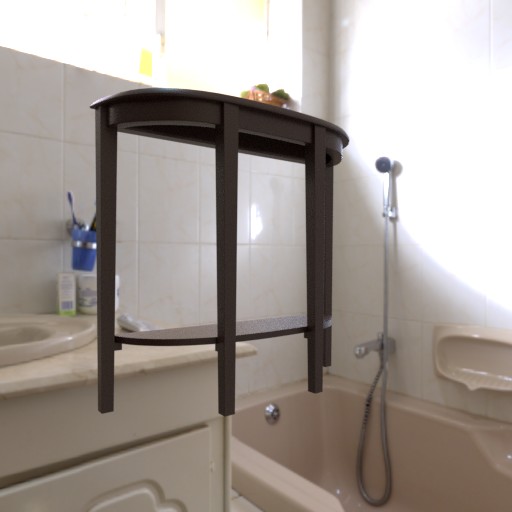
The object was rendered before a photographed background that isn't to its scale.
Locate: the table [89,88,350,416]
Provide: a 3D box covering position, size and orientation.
[{"bbox_3d":[0.000,0.000,1.346,0.909,0.831,0.274,0,0,-37],"label":"table"}]
